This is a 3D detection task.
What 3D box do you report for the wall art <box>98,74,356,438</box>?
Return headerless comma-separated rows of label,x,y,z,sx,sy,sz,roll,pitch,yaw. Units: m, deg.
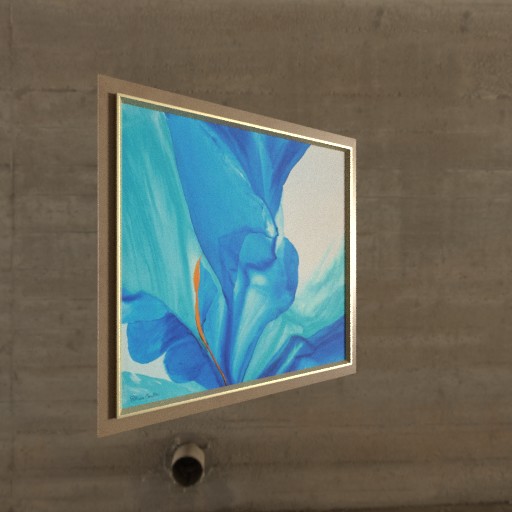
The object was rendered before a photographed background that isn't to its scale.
wall art,0.000,0.000,1.657,1.168,1.067,0.025,0,0,-38
